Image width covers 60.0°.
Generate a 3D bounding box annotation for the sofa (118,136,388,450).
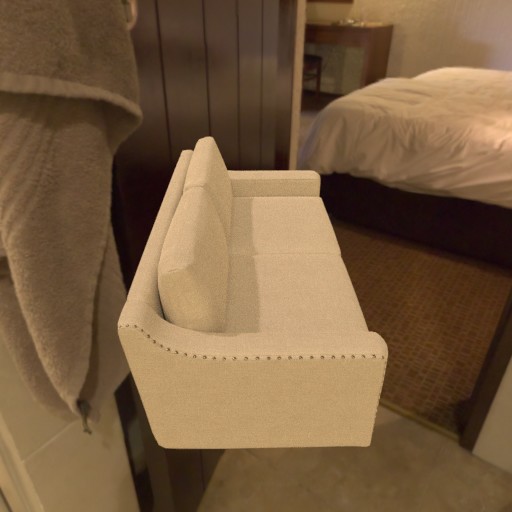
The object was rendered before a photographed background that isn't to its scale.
[{"bbox_3d":[0.000,0.000,2.742,1.104,0.983,2.107,-1,31,-1],"label":"sofa"}]
